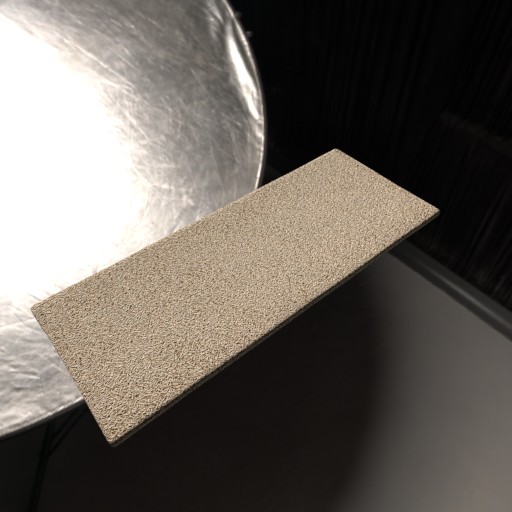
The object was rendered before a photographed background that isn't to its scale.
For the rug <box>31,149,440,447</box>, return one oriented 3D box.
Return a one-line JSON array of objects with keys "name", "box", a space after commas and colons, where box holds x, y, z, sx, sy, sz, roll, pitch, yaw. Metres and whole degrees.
[{"name": "rug", "box": [0.000, 0.000, 1.702, 1.524, 0.030, 0.609, -31, 54, -26]}]
